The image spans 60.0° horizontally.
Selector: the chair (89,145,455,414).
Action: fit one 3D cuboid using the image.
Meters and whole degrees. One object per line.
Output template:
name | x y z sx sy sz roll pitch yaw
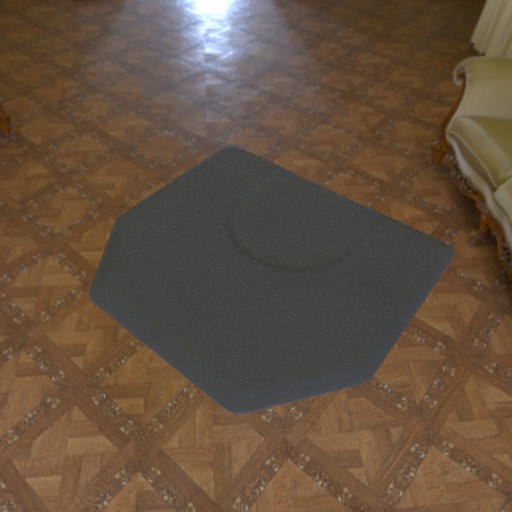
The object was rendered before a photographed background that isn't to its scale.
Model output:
chair | 0.000 0.000 1.961 1.372 0.024 1.219 30 54 25
